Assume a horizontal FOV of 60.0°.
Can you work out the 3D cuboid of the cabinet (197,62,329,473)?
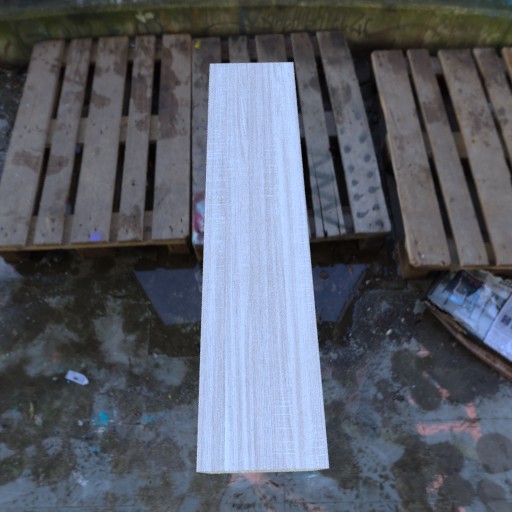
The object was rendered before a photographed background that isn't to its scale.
[{"bbox_3d":[0.000,0.000,2.514,0.500,0.780,2.200,-1,63,-1],"label":"cabinet"}]
